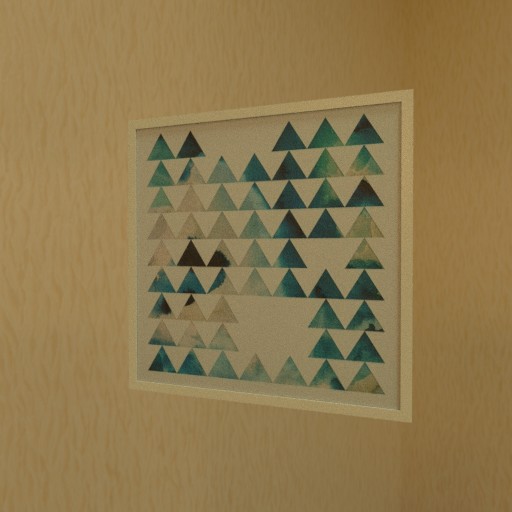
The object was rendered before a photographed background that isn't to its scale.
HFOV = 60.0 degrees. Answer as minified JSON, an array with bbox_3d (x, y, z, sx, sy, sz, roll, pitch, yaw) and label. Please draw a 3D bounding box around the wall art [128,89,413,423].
[{"bbox_3d":[0.000,0.000,0.836,0.557,0.557,0.012,0,1,19],"label":"wall art"}]
